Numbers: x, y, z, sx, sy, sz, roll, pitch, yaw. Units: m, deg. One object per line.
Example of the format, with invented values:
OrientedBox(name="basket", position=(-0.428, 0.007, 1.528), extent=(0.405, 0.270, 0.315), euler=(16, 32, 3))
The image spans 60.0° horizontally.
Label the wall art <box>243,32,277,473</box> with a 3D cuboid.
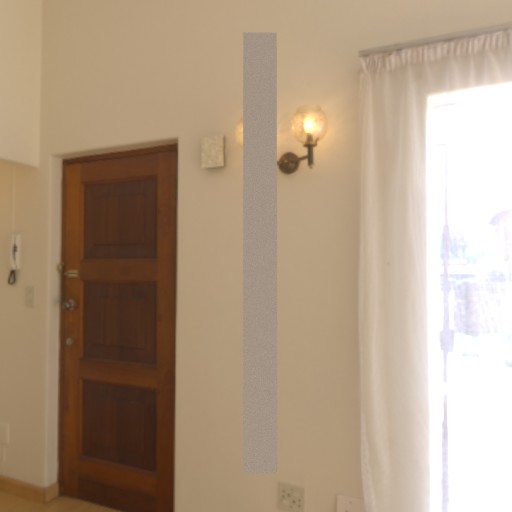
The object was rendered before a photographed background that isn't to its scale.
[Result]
OrientedBox(name="wall art", position=(0.000, 0.000, 0.534), extent=(0.027, 0.355, 0.355), euler=(0, -2, -1))
